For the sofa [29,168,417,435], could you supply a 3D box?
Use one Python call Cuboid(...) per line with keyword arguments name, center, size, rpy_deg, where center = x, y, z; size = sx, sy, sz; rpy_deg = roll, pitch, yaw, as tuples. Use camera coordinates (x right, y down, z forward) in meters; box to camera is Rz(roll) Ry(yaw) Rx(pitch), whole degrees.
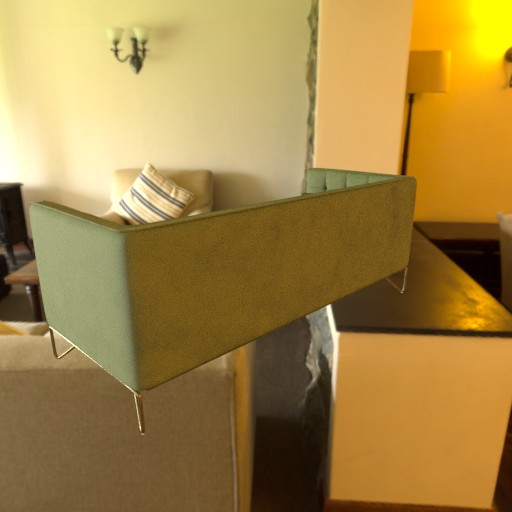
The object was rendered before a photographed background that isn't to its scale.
Cuboid(name="sofa", center=(0.000, 0.000, 2.502), size=(2.087, 0.789, 0.867), rpy_deg=(-16, 24, -42))
